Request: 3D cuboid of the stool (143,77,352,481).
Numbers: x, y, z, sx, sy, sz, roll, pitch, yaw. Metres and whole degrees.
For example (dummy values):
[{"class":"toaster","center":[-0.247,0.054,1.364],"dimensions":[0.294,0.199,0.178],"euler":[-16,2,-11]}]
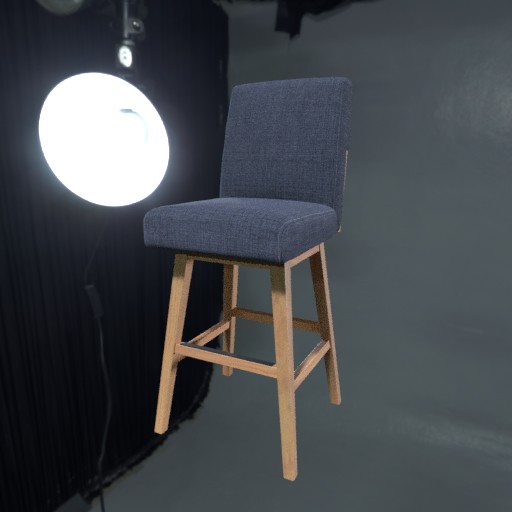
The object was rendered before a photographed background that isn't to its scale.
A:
[{"class":"stool","center":[0.000,0.000,1.401],"dimensions":[0.483,1.112,0.570],"euler":[7,15,26]}]
